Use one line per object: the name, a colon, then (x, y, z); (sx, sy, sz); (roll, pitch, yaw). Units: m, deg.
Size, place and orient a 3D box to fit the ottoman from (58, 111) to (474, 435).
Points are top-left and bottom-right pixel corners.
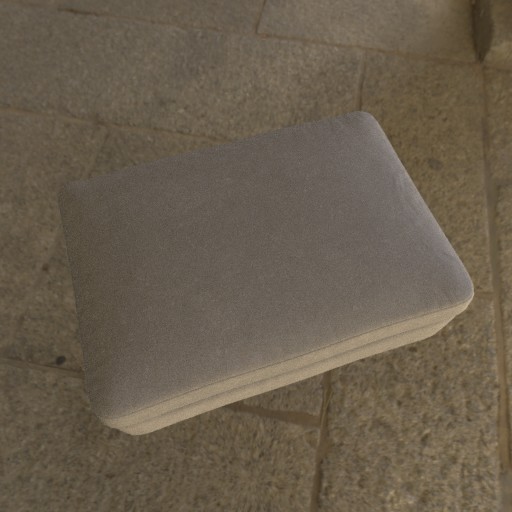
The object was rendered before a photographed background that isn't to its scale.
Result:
ottoman: (0.000, 0.000, 1.544); (1.199, 0.429, 0.840); (-16, 64, -8)
